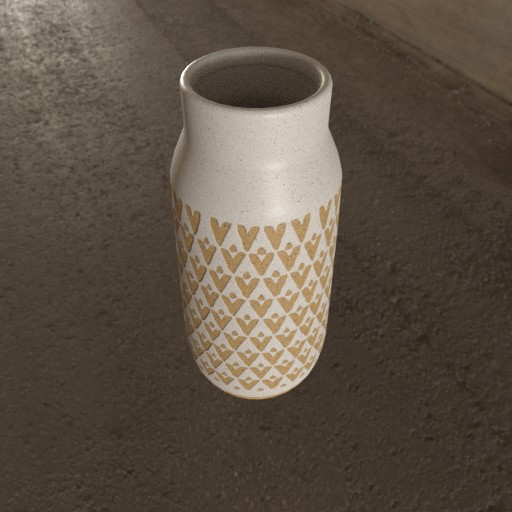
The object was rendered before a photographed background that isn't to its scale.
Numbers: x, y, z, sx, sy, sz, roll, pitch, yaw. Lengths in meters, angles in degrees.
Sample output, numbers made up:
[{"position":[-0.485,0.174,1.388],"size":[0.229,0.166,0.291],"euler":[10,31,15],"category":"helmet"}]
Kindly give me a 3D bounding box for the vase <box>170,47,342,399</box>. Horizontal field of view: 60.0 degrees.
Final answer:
[{"position":[0.000,0.000,0.372],"size":[0.137,0.307,0.137],"euler":[0,46,0],"category":"vase"}]
